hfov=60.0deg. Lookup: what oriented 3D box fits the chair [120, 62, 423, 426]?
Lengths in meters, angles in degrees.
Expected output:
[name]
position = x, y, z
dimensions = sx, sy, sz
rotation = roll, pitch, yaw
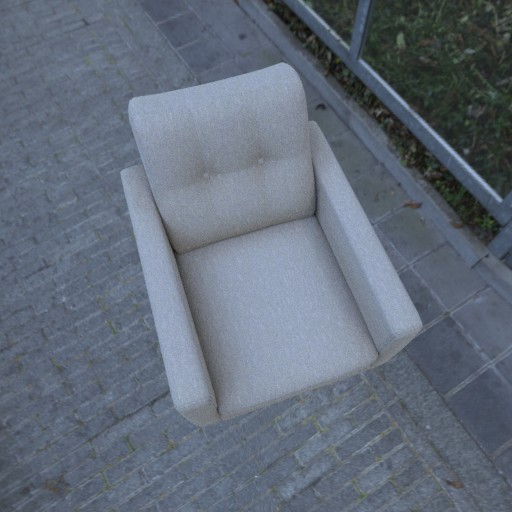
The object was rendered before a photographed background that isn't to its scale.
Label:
[chair]
position = 0.000, 0.000, 1.847
dimensions = 0.897, 0.965, 1.128
rotation = -17, 65, -8
